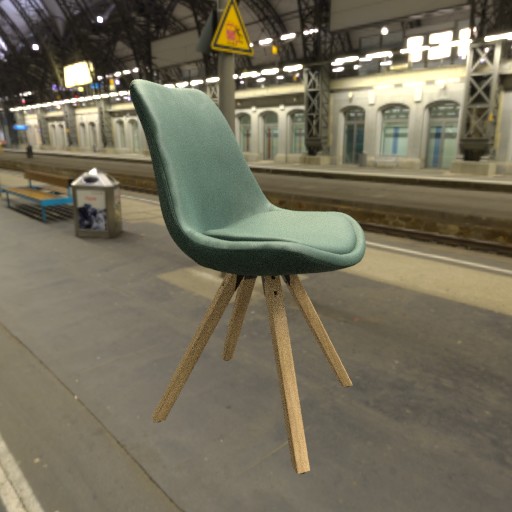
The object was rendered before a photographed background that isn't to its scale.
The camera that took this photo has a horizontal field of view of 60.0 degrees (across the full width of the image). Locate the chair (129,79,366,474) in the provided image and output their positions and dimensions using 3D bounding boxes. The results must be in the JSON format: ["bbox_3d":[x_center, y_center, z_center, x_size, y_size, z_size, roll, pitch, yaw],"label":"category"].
[{"bbox_3d":[0.000,0.000,1.159,0.547,0.865,0.483,7,16,25],"label":"chair"}]
